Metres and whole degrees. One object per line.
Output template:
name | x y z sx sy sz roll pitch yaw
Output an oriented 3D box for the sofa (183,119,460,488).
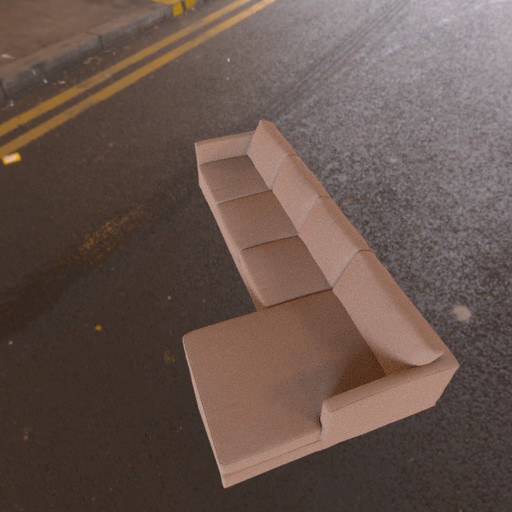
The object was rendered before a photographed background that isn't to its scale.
sofa | 0.000 0.000 3.833 1.625 0.861 3.186 -15 47 -14
